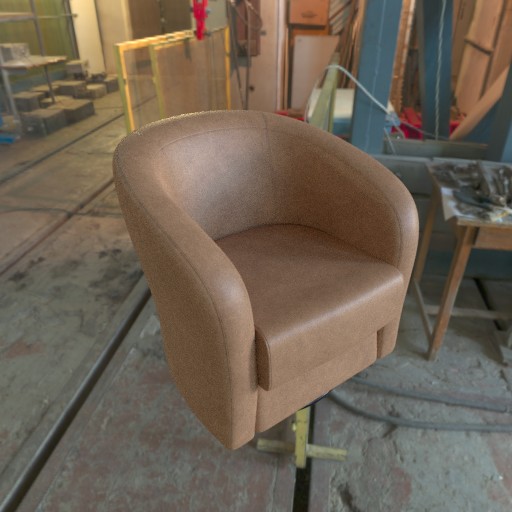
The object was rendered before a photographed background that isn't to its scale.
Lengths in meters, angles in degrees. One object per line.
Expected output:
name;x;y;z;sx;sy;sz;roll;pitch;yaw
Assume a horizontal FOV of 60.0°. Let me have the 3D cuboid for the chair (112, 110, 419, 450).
chair;0.000;0.000;1.442;0.791;0.771;0.815;-20;36;-30
